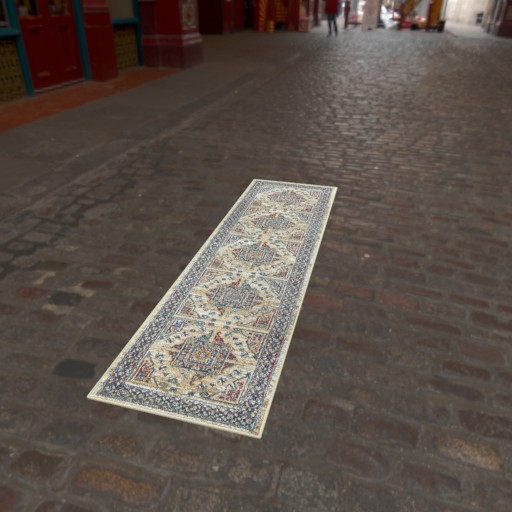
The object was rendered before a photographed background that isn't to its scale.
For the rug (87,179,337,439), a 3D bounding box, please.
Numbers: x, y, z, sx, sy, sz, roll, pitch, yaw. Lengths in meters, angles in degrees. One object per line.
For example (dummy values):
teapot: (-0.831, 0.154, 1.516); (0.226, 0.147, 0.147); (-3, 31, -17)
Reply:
rug: (0.000, 0.000, 2.503); (0.661, 0.013, 2.297); (8, 32, 13)
